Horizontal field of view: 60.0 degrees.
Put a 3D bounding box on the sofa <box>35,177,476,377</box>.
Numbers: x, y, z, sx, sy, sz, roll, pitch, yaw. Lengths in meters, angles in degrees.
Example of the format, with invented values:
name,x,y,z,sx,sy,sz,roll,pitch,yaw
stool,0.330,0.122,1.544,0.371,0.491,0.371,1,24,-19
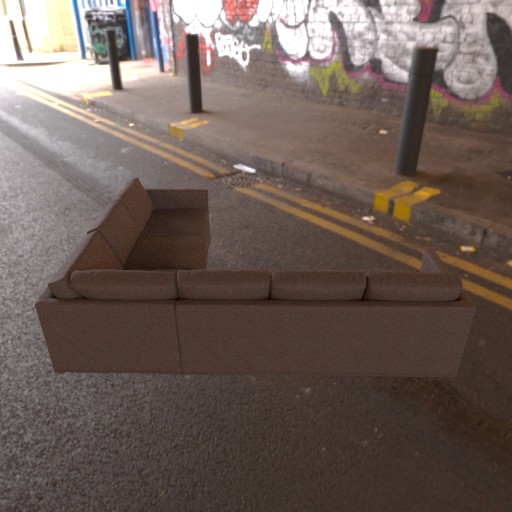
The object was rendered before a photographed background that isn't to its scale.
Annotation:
name,x,y,z,sx,sy,sz,roll,pitch,yaw
sofa,0.000,0.000,4.335,3.182,0.871,2.432,0,29,1
